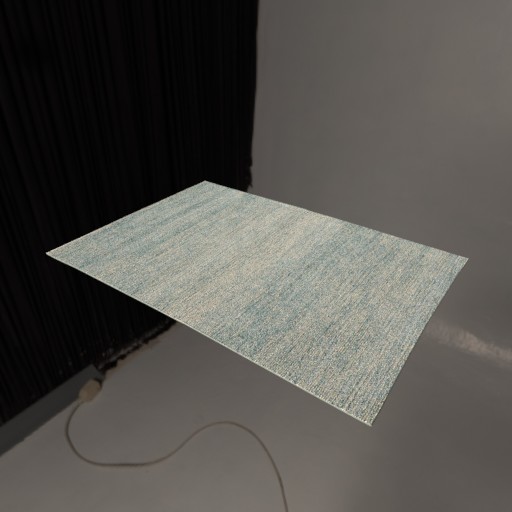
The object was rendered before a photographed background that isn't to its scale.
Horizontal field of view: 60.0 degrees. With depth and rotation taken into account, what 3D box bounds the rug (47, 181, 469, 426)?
[{"bbox_3d":[0.000,0.000,5.152,4.078,0.052,2.802,21,37,30],"label":"rug"}]
